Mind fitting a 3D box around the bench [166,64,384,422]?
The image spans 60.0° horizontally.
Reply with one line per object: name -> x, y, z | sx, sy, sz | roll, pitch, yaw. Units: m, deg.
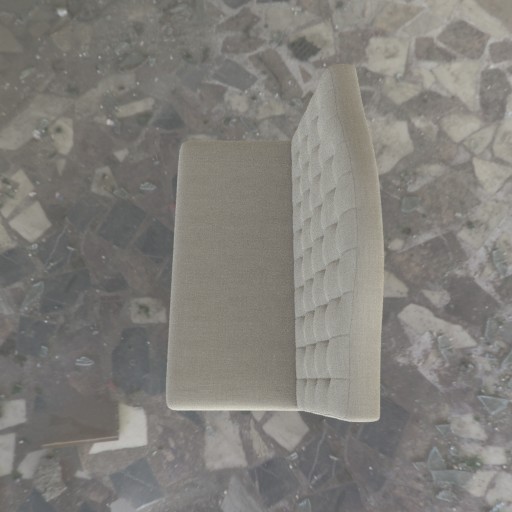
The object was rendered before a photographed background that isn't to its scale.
bench -> 0.000, 0.000, 1.988 | 0.815, 1.180, 1.335 | 0, 74, 0
